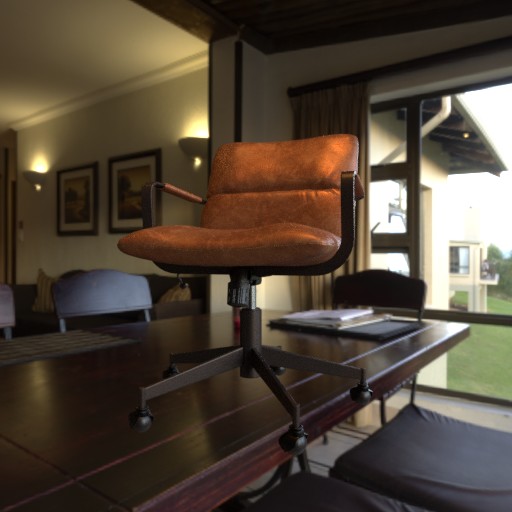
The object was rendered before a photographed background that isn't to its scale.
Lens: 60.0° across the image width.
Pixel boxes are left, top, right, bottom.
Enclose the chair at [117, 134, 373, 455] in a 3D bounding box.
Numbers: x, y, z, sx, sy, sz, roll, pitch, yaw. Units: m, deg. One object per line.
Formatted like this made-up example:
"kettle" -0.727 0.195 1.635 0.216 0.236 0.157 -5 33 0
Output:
"chair" 0.000 0.000 1.426 0.727 0.922 0.754 0 0 18
